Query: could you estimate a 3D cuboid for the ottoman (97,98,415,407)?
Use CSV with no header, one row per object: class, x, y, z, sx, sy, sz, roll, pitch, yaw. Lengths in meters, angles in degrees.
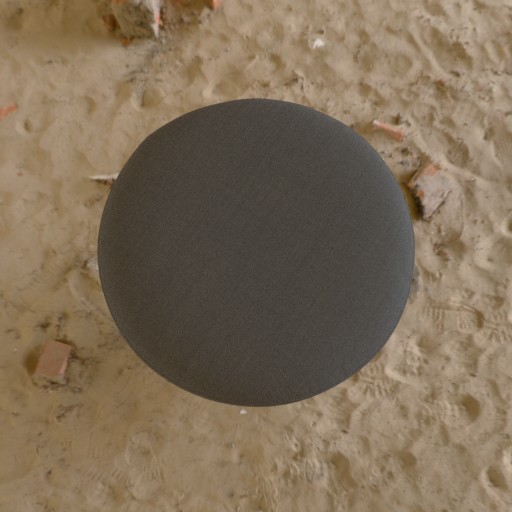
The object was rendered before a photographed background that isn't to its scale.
ottoman,0.000,0.000,1.219,0.772,0.460,0.772,0,76,0
